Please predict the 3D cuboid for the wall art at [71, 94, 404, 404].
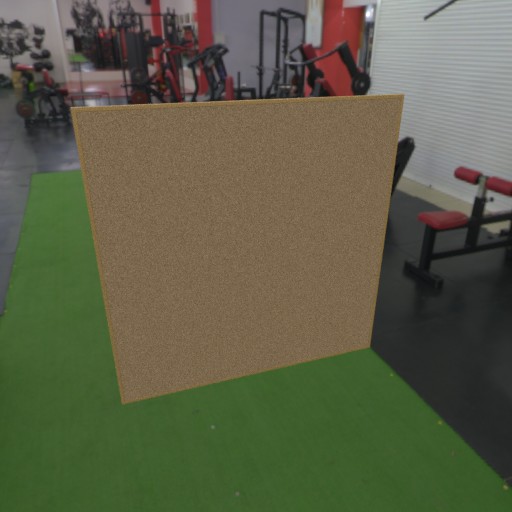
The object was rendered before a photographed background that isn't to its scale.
[{"bbox_3d":[0.000,0.000,1.437,0.962,0.959,0.013,-8,27,-17],"label":"wall art"}]
